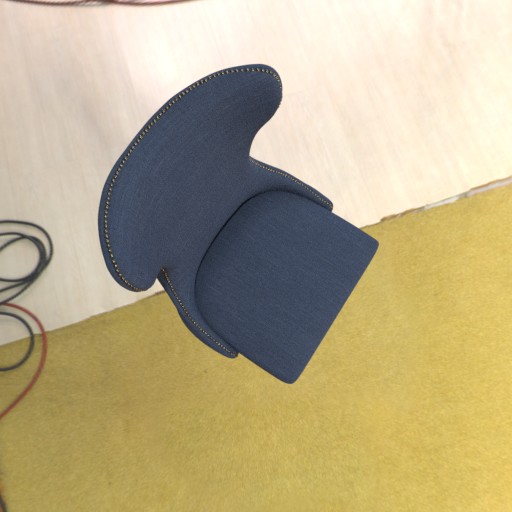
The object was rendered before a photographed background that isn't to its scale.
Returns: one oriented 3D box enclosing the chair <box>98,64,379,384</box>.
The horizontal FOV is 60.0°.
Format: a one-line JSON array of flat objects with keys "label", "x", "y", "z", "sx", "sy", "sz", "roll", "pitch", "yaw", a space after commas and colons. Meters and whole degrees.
[{"label": "chair", "x": 0.000, "y": 0.000, "z": 1.393, "sx": 0.635, "sy": 0.967, "sz": 0.628, "roll": 33, "pitch": 79, "yaw": 7}]
